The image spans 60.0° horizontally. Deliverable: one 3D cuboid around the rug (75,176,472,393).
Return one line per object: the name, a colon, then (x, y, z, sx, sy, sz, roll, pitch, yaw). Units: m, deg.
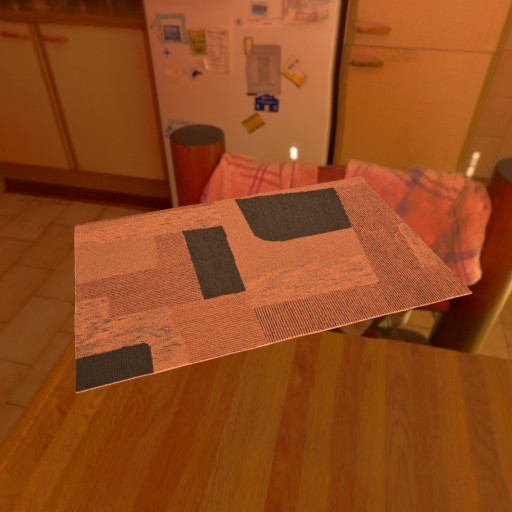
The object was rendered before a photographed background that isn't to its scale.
rug: (0.000, 0.000, 3.117, 2.436, 0.015, 1.521, -11, 42, -13)
